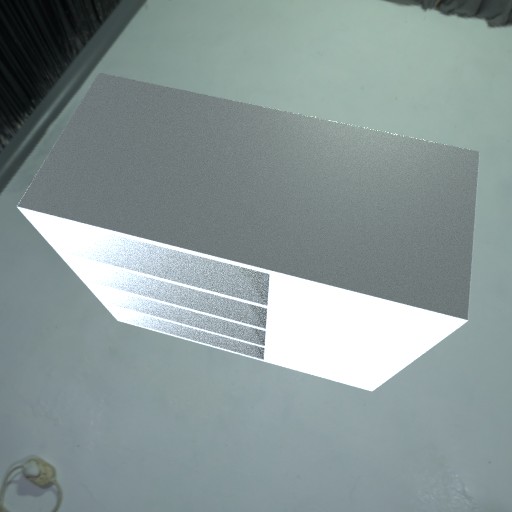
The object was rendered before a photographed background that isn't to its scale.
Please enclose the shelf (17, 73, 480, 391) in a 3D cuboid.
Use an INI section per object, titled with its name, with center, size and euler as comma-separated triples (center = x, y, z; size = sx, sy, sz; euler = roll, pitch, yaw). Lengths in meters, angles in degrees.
[shelf]
center = 0.000, 0.000, 1.255
size = 0.895, 0.732, 0.396
euler = 14, 64, 7
